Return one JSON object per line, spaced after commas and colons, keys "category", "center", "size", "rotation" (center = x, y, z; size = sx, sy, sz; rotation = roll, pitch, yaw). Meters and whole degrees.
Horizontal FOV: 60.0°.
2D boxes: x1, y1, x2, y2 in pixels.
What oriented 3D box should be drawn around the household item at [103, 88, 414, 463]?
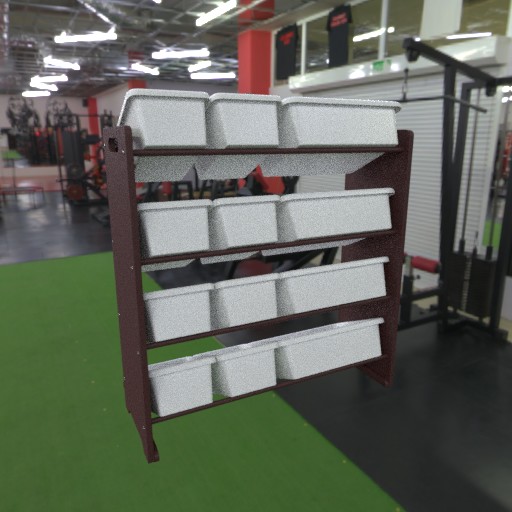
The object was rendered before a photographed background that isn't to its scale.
{"category": "household item", "center": [0.000, 0.000, 1.305], "size": [0.787, 0.864, 0.389], "rotation": [-7, 16, -26]}
